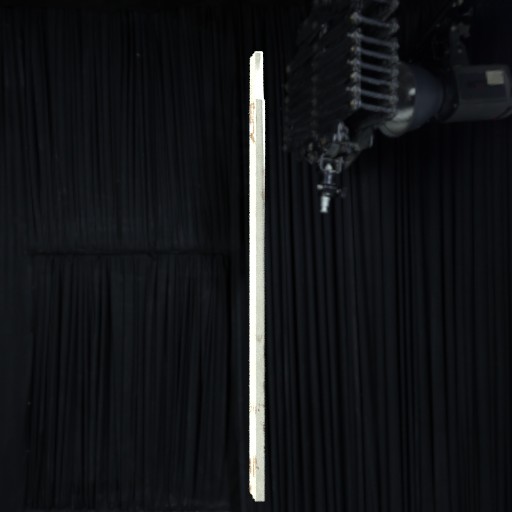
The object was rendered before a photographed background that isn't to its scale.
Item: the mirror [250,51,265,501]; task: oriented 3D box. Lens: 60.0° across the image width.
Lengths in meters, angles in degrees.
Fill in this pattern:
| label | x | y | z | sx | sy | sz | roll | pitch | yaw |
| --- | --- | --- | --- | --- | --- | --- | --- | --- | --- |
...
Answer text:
| label | x | y | z | sx | sy | sz | roll | pitch | yaw |
| --- | --- | --- | --- | --- | --- | --- | --- | --- | --- |
| mirror | 0.000 | 0.000 | 0.848 | 0.022 | 0.717 | 0.403 | 0 | -1 | -1 |
